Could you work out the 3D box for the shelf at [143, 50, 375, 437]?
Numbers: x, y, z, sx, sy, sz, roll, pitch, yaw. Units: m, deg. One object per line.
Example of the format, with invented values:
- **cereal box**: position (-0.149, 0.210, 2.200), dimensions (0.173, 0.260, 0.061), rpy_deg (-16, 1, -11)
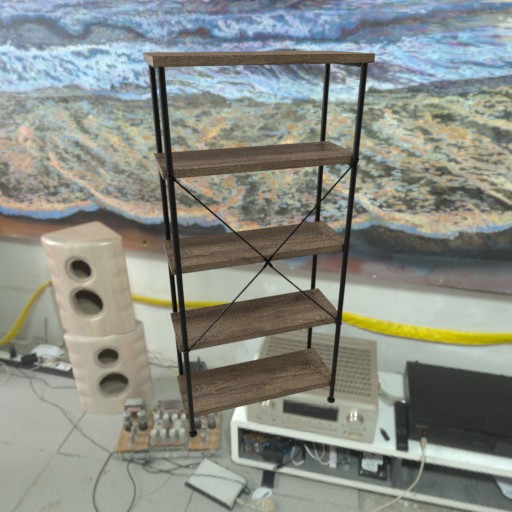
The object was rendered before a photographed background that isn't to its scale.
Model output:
- **shelf**: position (0.000, 0.000, 2.041), dimensions (0.800, 1.700, 0.360), rpy_deg (-8, 28, -16)
